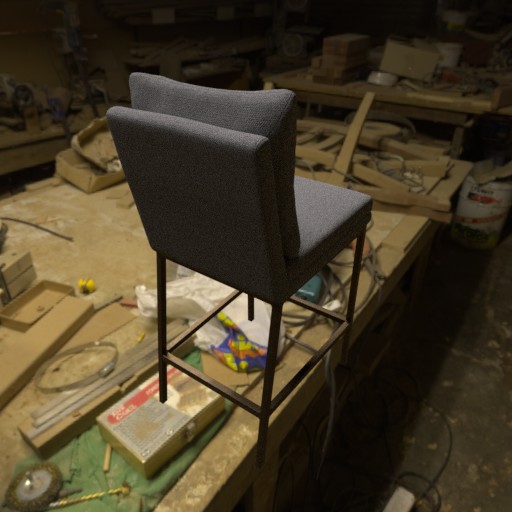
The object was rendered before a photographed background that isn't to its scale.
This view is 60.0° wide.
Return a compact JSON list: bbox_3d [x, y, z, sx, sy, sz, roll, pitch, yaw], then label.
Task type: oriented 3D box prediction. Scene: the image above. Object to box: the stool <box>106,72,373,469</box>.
[{"bbox_3d":[0.000,0.000,1.301,0.463,1.031,0.569,21,37,30],"label":"stool"}]
